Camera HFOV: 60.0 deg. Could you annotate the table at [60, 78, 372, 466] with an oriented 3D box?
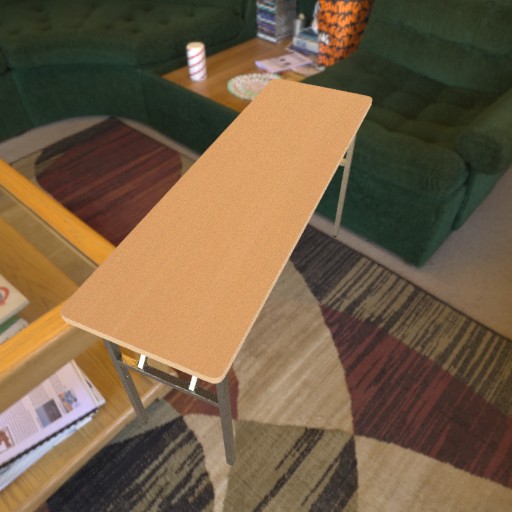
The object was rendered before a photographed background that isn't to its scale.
[{"bbox_3d":[0.000,0.000,1.722,0.446,0.750,1.397,18,49,16],"label":"table"}]
